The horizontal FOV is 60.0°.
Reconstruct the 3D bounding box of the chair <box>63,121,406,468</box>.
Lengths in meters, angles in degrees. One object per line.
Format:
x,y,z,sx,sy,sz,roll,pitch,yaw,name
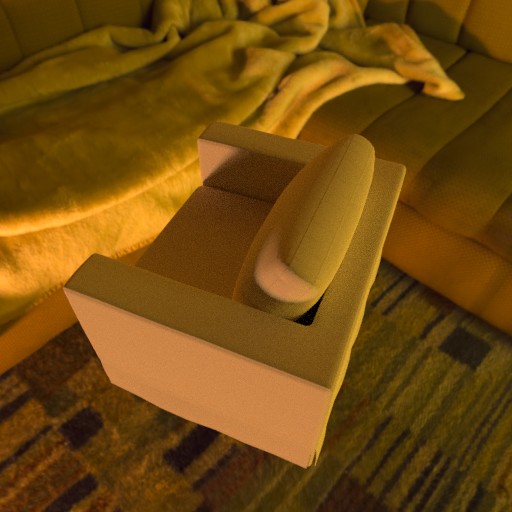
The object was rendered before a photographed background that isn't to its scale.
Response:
0.000,0.000,1.823,0.957,0.878,1.150,18,50,15,chair
